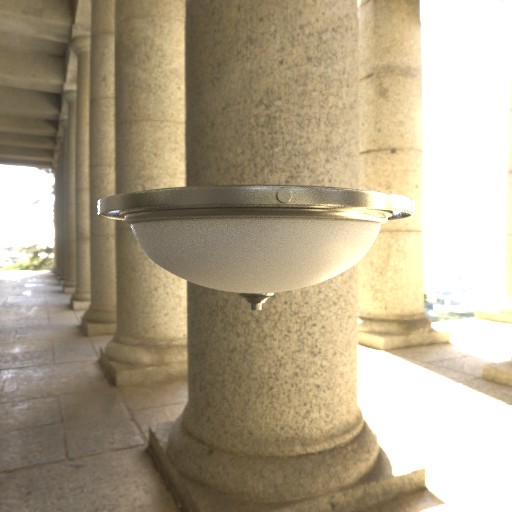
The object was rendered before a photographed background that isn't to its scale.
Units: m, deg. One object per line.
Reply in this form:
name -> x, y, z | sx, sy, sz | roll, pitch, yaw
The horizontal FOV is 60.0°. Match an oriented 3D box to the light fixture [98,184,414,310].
light fixture -> 0.000, 0.000, 0.539 | 0.361, 0.130, 0.361 | 0, 1, 0
